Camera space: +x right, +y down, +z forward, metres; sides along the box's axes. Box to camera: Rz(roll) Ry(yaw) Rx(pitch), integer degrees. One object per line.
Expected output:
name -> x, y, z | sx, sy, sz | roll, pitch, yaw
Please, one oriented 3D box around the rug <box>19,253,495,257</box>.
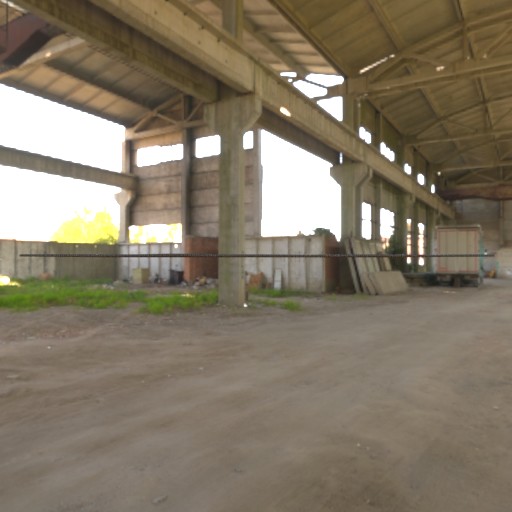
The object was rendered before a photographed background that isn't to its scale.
rug -> 0.000, 0.000, 2.288 | 1.820, 0.012, 1.207 | 0, 0, -2
